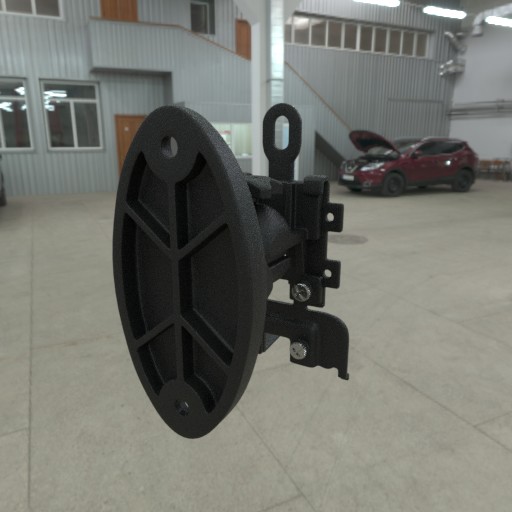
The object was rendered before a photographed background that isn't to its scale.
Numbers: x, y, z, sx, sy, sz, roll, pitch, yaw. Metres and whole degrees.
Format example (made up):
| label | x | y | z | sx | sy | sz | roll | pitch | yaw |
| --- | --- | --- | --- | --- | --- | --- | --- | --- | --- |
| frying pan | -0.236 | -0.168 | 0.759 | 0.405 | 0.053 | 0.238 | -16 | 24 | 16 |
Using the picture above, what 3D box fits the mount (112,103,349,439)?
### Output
| label | x | y | z | sx | sy | sz | roll | pitch | yaw |
| --- | --- | --- | --- | --- | --- | --- | --- | --- | --- |
| mount | 0.000 | 0.000 | 0.176 | 0.066 | 0.118 | 0.100 | 8 | 17 | 28 |
